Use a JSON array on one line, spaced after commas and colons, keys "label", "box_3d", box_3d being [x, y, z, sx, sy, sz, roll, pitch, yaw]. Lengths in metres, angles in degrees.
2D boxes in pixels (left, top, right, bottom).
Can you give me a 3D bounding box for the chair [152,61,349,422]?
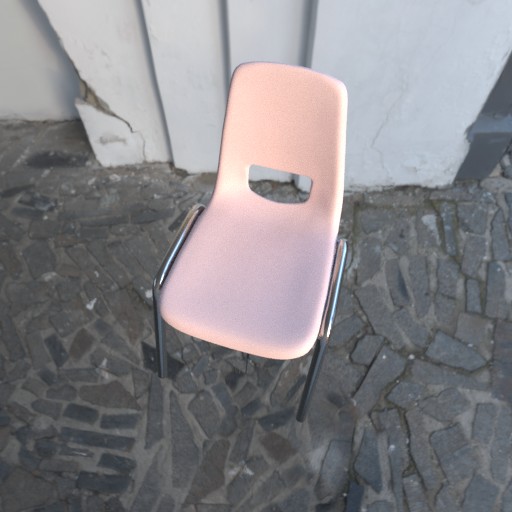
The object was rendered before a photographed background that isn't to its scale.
[{"label": "chair", "box_3d": [0.000, 0.000, 0.871, 0.354, 0.586, 0.423, 14, 58, 9]}]
